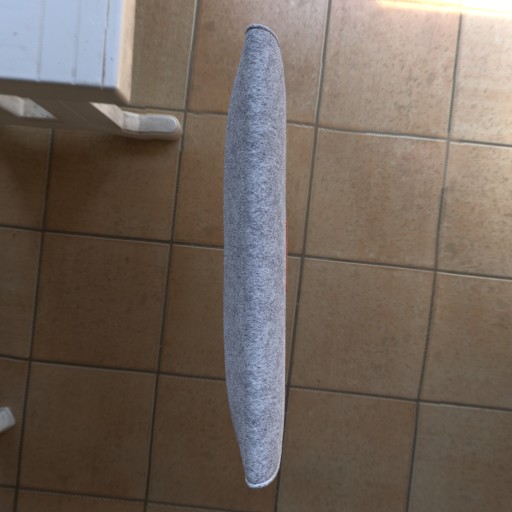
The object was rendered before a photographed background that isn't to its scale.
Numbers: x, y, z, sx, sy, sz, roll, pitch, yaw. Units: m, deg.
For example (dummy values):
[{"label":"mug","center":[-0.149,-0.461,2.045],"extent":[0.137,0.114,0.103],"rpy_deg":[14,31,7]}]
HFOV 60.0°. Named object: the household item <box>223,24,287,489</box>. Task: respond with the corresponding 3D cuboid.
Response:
[{"label":"household item","center":[0.000,0.000,0.428],"extent":[0.057,0.221,0.335],"rpy_deg":[0,91,1]}]
